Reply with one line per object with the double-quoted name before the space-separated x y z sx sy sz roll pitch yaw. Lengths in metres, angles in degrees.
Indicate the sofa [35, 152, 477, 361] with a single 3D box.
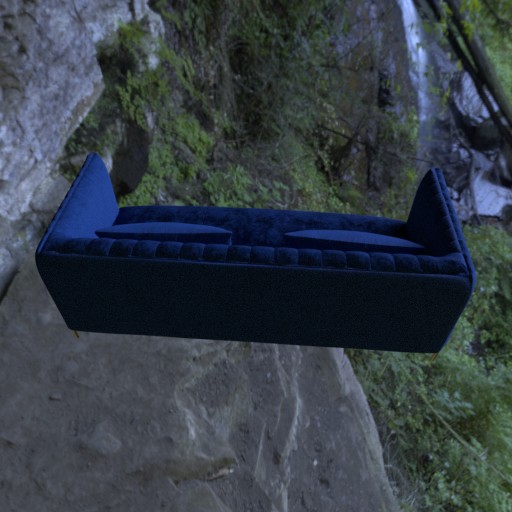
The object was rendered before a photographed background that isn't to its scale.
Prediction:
"sofa" 0.000 0.000 2.570 2.136 0.793 0.896 3 47 3
